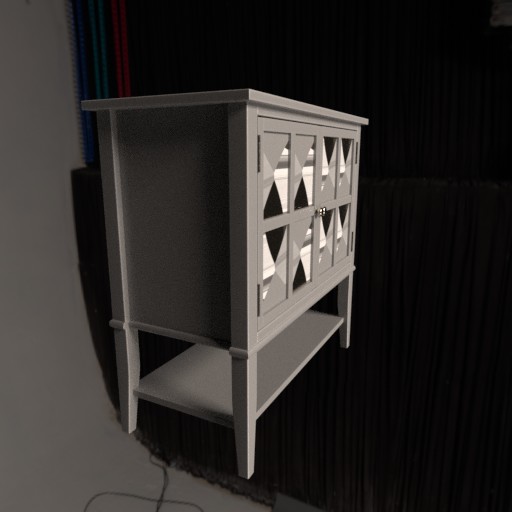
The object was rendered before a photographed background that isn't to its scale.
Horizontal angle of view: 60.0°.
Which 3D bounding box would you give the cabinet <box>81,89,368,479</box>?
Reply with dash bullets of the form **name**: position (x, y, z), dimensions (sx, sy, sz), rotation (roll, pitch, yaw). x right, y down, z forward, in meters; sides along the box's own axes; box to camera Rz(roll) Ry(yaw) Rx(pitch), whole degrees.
- **cabinet**: position (0.000, 0.000, 1.258), dimensions (0.396, 0.780, 0.801), rotation (7, 15, 27)
